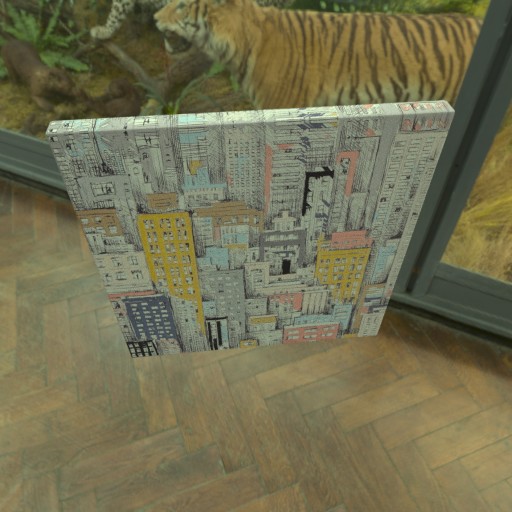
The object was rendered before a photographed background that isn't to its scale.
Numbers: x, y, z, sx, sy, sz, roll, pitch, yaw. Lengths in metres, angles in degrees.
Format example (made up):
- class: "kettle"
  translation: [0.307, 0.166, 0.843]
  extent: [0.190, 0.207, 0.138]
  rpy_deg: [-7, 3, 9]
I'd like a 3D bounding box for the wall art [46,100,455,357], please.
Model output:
- class: "wall art"
  translation: [0.000, 0.000, 1.105]
  extent: [0.761, 0.762, 0.048]
  rpy_deg: [-4, 47, -4]
